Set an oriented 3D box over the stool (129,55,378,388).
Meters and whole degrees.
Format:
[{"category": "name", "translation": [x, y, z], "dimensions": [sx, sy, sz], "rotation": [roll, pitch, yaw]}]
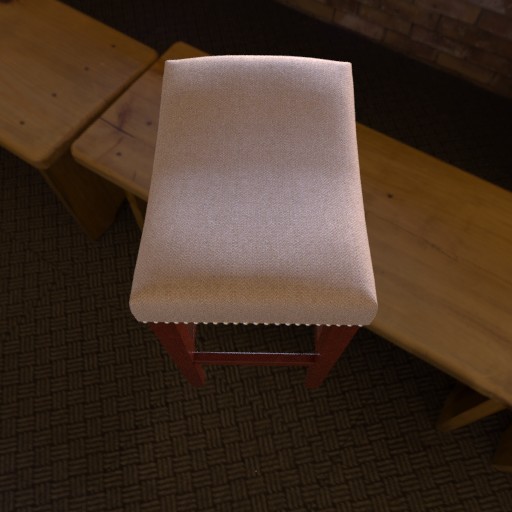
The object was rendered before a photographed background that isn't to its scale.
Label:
[{"category": "stool", "translation": [0.000, 0.000, 1.042], "dimensions": [0.372, 0.742, 0.504], "rotation": [1, 64, 0]}]
